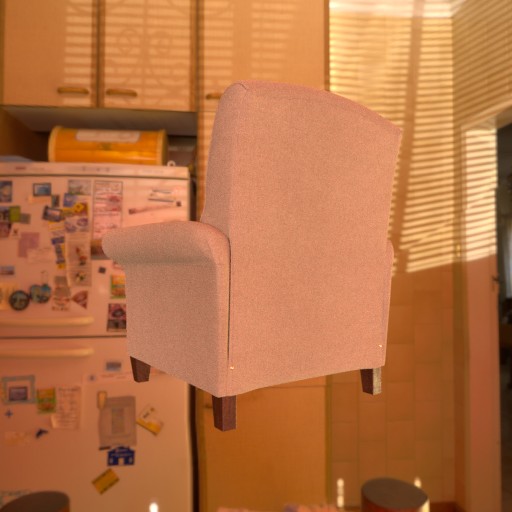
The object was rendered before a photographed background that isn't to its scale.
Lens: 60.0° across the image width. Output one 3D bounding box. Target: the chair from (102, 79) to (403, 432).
[{"bbox_3d":[0.000,0.000,1.789,0.978,1.061,0.905,1,-2,-35],"label":"chair"}]
